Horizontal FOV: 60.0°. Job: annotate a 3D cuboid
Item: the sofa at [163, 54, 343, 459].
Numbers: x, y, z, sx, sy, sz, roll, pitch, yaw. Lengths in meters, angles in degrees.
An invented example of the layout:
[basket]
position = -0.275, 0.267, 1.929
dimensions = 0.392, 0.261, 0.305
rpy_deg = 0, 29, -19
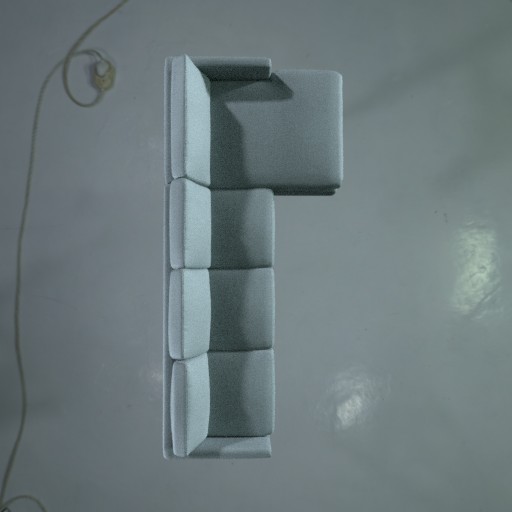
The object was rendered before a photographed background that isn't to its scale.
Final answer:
[sofa]
position = 0.000, 0.000, 4.041
dimensions = 1.604, 0.950, 3.471
rpy_deg = 0, 89, -1
